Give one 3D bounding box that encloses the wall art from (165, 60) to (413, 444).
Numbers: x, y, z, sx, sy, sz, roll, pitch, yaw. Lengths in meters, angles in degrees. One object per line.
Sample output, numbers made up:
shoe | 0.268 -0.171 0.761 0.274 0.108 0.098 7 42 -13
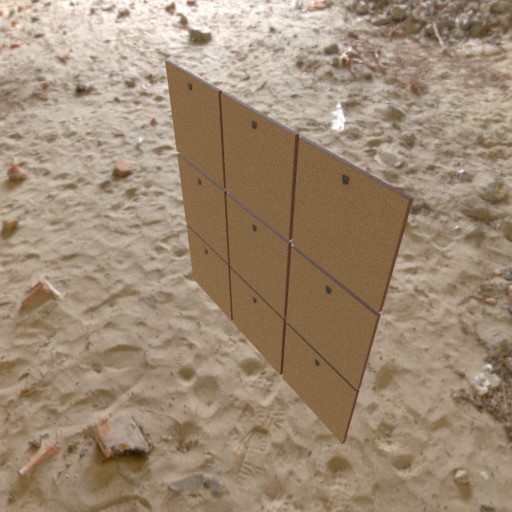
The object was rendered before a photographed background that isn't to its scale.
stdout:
wall art | 0.000 0.000 1.810 0.024 1.218 1.221 -26 48 -26
